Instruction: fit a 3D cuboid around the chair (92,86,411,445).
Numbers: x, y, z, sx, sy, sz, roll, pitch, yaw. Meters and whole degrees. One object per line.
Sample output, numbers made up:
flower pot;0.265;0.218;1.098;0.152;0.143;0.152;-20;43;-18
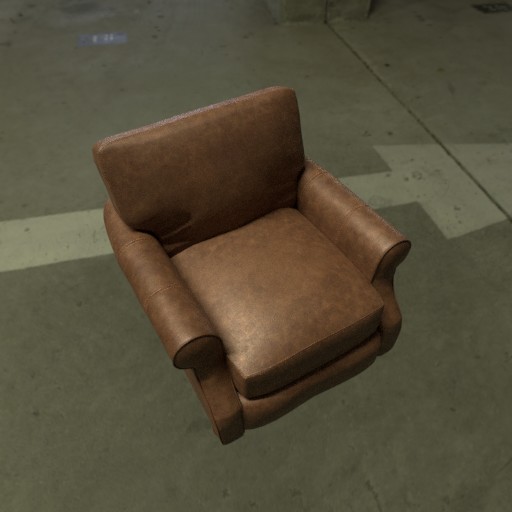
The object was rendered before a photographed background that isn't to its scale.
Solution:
chair;0.000;0.000;1.776;0.996;0.976;1.002;-23;50;-21
